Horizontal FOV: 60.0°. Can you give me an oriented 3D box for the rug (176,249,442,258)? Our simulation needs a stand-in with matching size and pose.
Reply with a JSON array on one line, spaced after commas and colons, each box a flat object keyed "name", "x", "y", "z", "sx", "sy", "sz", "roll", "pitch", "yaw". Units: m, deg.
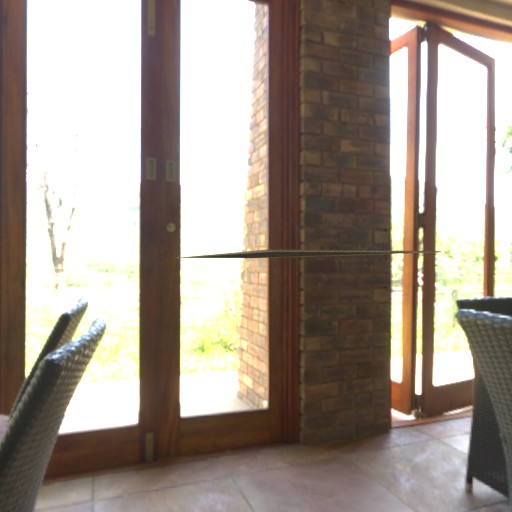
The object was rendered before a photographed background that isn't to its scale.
[{"name": "rug", "x": 0.000, "y": 0.000, "z": 2.705, "sx": 0.688, "sy": 0.005, "sz": 2.437, "roll": 0, "pitch": -1, "yaw": -17}]
